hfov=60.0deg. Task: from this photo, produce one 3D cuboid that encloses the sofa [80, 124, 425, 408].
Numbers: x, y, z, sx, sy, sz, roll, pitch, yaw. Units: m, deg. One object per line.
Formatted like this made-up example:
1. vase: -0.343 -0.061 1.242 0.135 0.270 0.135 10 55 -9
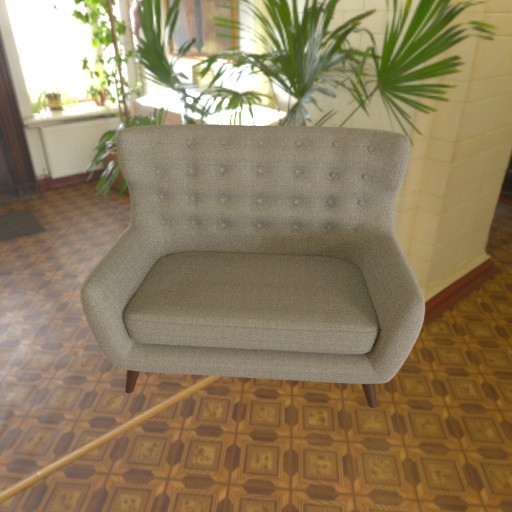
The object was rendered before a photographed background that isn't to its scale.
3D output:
1. sofa: 0.000 0.000 2.054 1.386 1.028 0.884 2 29 4
